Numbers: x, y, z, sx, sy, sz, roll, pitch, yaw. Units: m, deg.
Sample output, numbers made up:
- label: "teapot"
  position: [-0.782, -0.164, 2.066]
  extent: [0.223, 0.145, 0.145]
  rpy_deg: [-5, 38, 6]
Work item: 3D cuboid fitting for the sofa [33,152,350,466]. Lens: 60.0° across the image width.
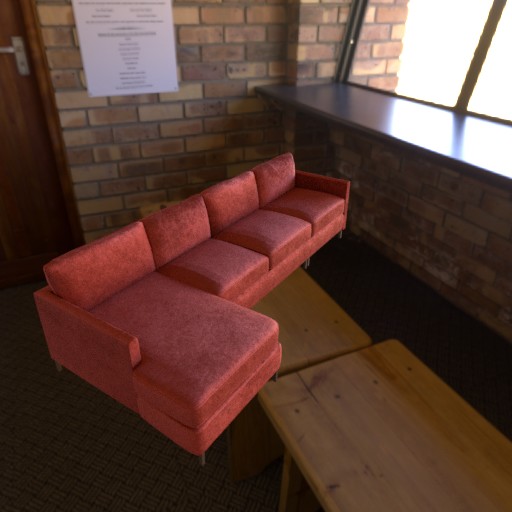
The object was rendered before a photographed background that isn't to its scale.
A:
- label: "sofa"
  position: [0.000, 0.000, 4.012]
  extent: [1.500, 0.967, 3.400]
  rpy_deg: [18, 34, 29]
